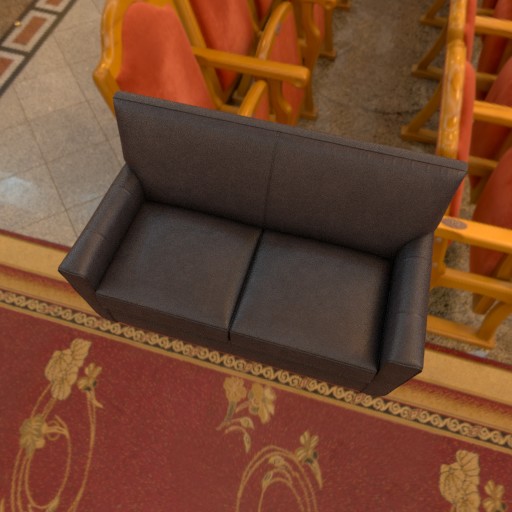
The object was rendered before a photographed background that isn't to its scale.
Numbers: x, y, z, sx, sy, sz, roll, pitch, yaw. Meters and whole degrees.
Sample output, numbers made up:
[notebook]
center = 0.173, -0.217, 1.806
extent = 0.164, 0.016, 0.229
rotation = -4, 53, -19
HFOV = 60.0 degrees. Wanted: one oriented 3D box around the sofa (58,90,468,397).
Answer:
[sofa]
center = 0.000, 0.000, 1.984
extent = 1.473, 0.871, 0.787
rotation = 14, 60, 8
